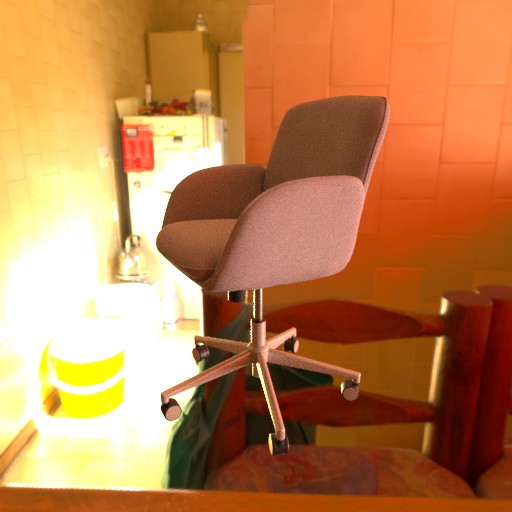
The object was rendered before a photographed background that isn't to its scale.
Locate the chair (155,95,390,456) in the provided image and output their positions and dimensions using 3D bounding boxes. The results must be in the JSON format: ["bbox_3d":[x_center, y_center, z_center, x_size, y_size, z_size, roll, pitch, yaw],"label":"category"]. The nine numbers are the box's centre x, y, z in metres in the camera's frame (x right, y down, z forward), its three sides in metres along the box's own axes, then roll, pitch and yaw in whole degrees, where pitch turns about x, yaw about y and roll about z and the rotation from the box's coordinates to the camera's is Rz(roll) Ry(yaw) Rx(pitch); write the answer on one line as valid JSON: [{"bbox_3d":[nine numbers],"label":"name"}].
[{"bbox_3d":[0.000,0.000,1.377,0.654,0.959,0.648,-8,18,-27],"label":"chair"}]
